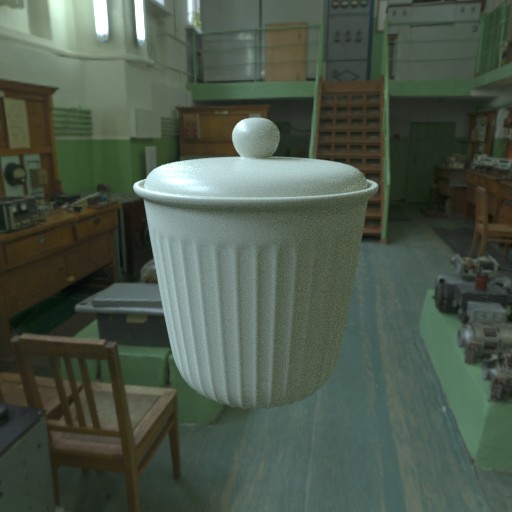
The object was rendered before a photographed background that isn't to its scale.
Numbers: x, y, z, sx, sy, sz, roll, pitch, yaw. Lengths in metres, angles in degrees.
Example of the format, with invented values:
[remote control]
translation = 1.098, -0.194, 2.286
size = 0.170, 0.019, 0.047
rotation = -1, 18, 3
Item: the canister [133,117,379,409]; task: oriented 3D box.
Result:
[canister]
translation = 0.000, 0.000, 0.354
size = 0.181, 0.211, 0.181
rotation = 0, 16, 0
